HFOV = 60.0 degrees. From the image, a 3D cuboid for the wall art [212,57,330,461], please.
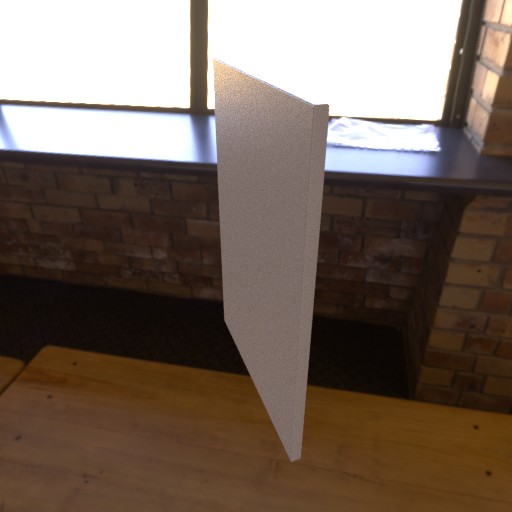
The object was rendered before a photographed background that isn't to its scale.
[{"bbox_3d":[0.000,0.000,1.544,0.038,1.183,0.808,-11,33,-17],"label":"wall art"}]
